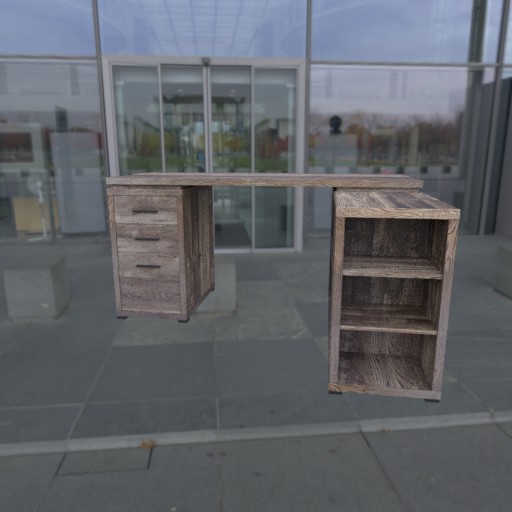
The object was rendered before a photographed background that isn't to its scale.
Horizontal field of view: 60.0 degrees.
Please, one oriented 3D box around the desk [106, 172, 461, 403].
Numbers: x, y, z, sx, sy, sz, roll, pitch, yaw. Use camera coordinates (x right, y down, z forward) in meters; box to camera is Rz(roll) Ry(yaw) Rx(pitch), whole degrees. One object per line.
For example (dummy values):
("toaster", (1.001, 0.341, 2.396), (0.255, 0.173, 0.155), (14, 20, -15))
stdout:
("desk", (0.000, 0.000, 2.195), (1.524, 0.753, 1.200), (2, 13, 9))
